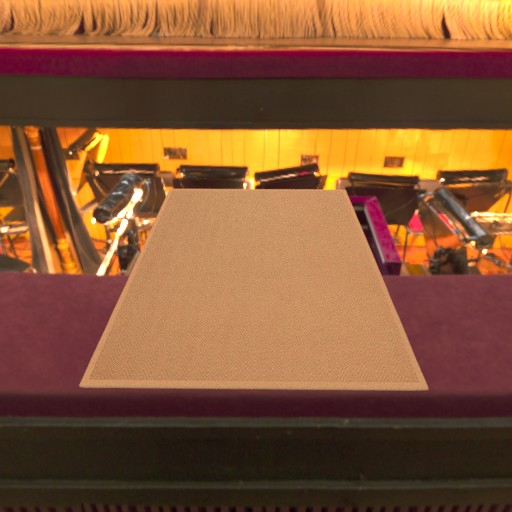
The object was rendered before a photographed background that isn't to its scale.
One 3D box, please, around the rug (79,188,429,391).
[{"bbox_3d":[0.000,0.000,2.892,1.532,0.017,2.244,0,31,1],"label":"rug"}]
